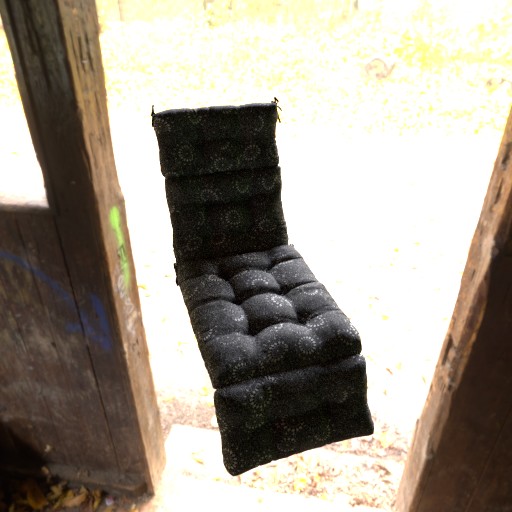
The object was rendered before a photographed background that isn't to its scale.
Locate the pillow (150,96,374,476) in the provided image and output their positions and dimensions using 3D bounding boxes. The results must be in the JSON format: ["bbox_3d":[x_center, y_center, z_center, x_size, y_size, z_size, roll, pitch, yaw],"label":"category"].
[{"bbox_3d":[0.000,0.000,1.525,0.526,0.863,1.016,-10,33,-15],"label":"pillow"}]
